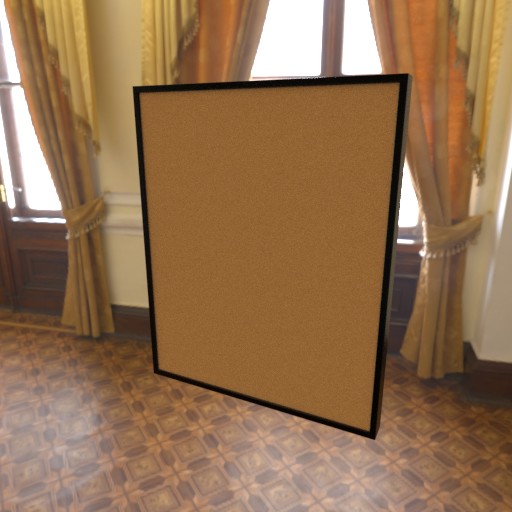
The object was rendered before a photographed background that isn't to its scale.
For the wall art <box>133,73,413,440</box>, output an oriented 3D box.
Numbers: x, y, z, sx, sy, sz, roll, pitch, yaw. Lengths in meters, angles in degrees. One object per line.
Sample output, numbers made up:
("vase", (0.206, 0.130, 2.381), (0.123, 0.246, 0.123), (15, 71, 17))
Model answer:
("wall art", (0.000, 0.000, 0.753), (0.451, 0.553, 0.039), (8, 18, 25))
